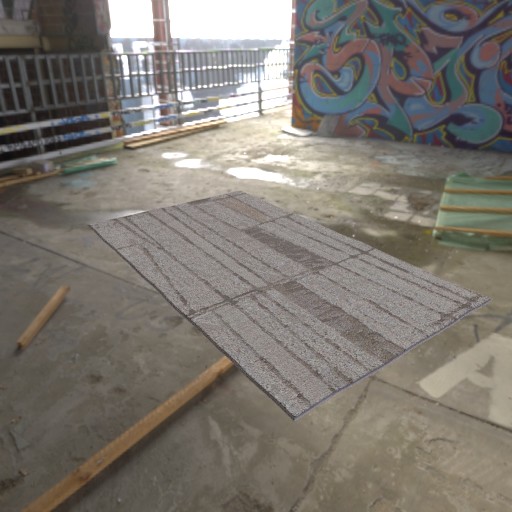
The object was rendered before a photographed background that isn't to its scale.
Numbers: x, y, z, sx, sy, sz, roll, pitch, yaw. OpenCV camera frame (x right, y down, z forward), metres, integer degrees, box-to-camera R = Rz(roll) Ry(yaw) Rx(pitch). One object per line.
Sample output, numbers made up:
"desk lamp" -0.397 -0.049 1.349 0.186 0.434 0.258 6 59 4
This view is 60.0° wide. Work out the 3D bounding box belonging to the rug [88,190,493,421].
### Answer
"rug" 0.000 0.000 1.042 0.515 0.007 0.867 -18 31 -32
